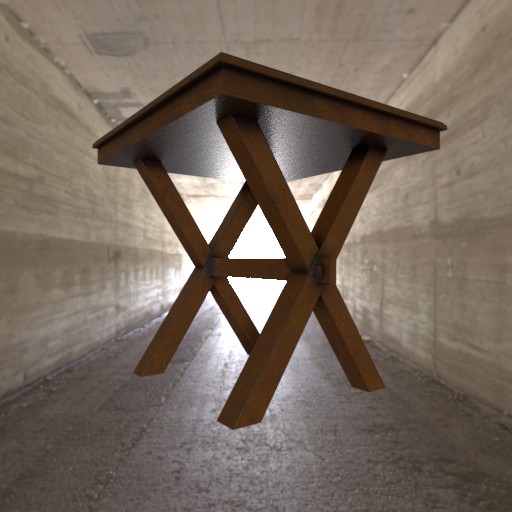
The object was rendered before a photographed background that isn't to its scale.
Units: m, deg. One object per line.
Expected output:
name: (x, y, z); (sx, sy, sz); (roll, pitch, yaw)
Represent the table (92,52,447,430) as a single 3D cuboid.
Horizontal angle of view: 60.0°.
table: (0.000, 0.000, 1.013); (0.560, 0.562, 0.602); (0, 0, -36)
